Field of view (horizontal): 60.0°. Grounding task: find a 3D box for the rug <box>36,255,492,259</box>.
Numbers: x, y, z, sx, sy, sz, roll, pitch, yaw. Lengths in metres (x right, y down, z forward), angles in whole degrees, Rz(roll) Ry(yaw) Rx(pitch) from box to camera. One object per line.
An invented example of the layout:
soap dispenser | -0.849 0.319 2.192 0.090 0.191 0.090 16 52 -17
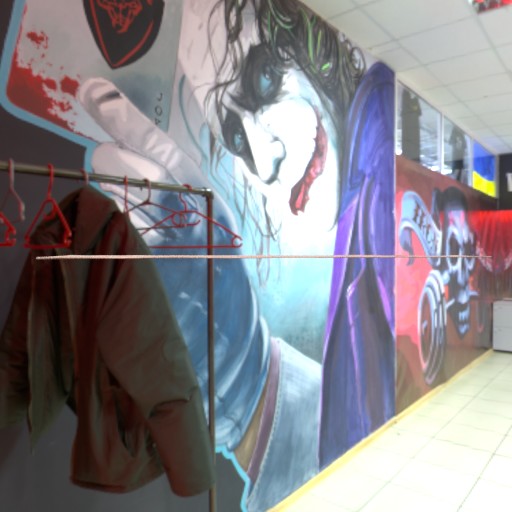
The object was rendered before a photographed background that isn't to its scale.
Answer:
rug | 0.000 0.000 2.963 2.440 0.012 1.522 0 0 -18
